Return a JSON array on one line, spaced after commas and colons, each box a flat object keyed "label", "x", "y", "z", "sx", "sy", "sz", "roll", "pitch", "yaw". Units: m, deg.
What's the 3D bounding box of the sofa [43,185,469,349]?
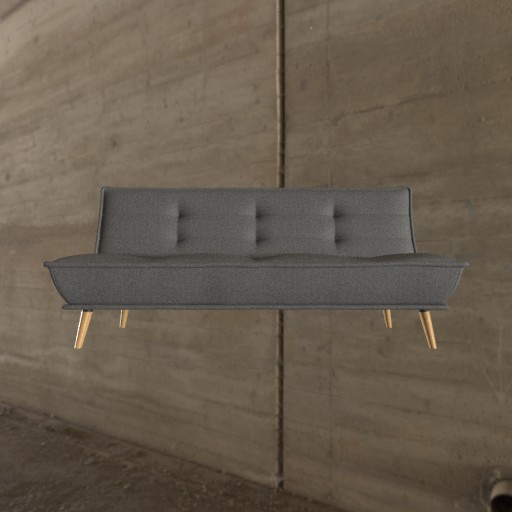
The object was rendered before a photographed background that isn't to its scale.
[{"label": "sofa", "x": 0.000, "y": 0.000, "z": 2.461, "sx": 1.940, "sy": 0.890, "sz": 0.950, "roll": 0, "pitch": -1, "yaw": 0}]
